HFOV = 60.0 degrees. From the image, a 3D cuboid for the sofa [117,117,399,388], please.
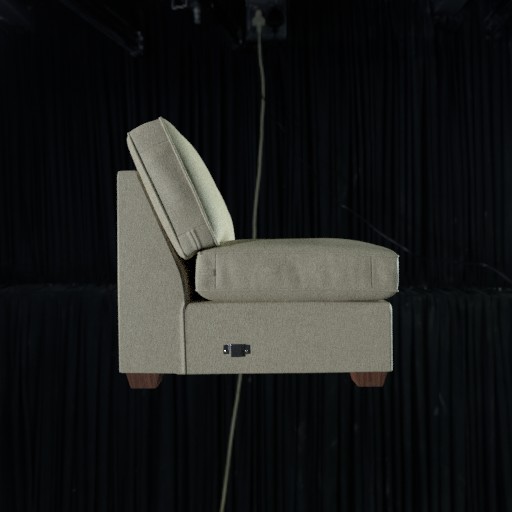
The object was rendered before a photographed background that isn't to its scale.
[{"bbox_3d":[0.000,0.000,2.517,1.027,0.973,1.962,0,0,-1],"label":"sofa"}]
